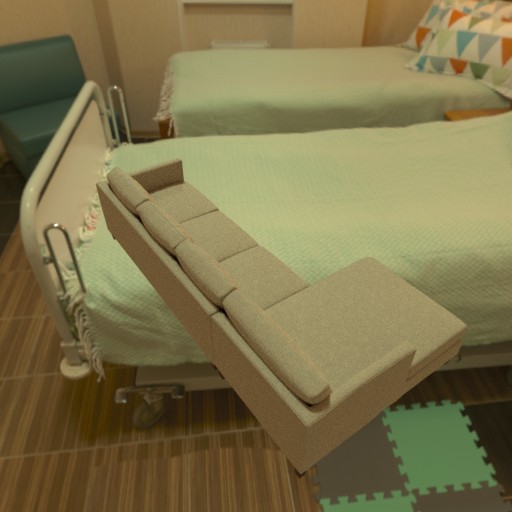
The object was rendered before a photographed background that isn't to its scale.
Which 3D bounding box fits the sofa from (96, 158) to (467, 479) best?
[{"bbox_3d":[0.000,0.000,3.896,1.625,0.846,3.186,-25,46,-27],"label":"sofa"}]
